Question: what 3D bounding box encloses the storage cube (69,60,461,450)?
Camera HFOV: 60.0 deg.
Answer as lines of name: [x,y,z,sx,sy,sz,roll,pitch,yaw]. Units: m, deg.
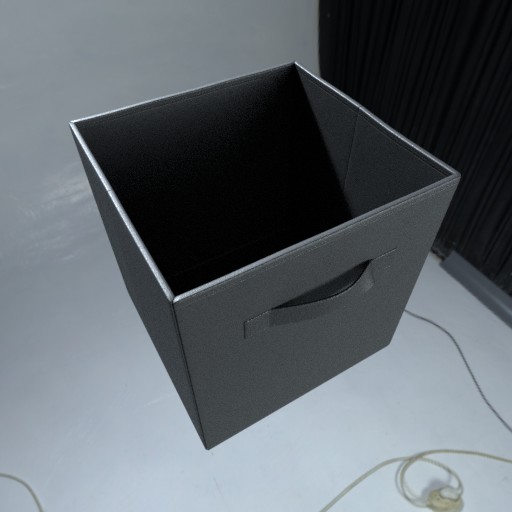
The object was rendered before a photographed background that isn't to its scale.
storage cube: [0.000,0.000,0.499,0.270,0.280,0.270,-24,52,-20]
